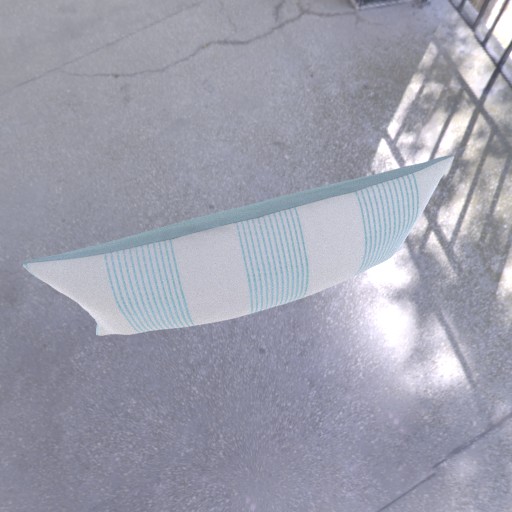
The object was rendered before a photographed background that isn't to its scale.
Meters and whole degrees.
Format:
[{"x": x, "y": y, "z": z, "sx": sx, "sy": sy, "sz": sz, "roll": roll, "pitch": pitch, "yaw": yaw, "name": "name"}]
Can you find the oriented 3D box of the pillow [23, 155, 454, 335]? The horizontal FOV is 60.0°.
[{"x": 0.000, "y": 0.000, "z": 0.721, "sx": 0.610, "sy": 0.287, "sz": 0.151, "roll": -15, "pitch": 64, "yaw": -8, "name": "pillow"}]
